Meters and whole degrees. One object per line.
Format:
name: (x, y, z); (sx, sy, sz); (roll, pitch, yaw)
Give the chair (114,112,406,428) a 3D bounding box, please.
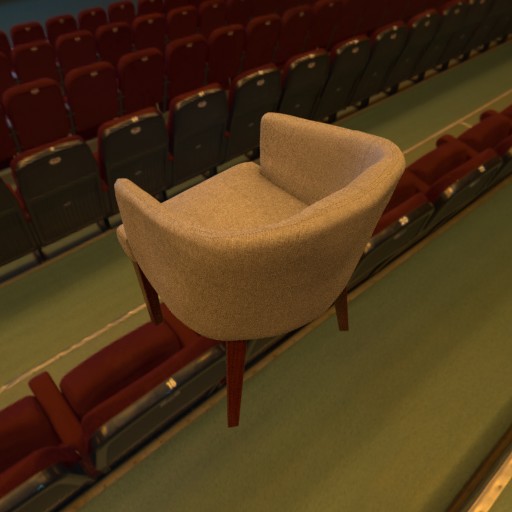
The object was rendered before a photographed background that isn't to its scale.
chair: (0.000, 0.000, 1.264); (0.583, 0.811, 0.655); (-32, 54, -27)
